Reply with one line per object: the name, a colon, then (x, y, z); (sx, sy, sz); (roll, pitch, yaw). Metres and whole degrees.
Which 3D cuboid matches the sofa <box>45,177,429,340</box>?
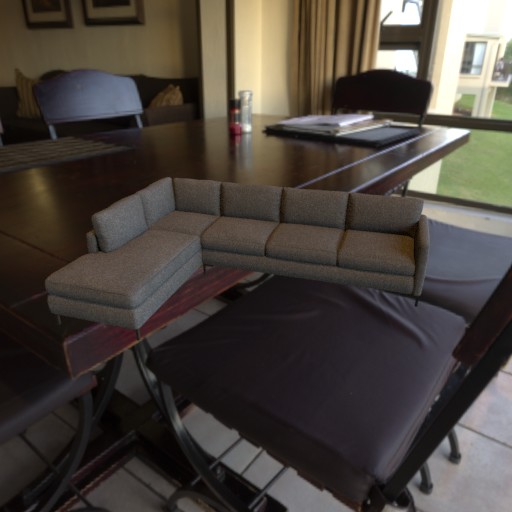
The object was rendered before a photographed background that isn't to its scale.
sofa: (0.000, 0.000, 3.972); (2.949, 0.815, 2.007); (8, 26, 16)
